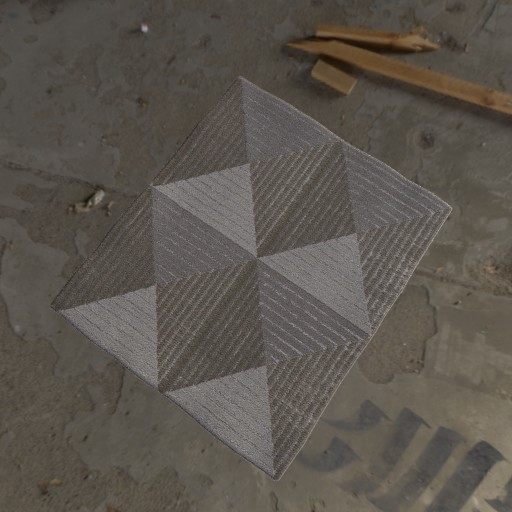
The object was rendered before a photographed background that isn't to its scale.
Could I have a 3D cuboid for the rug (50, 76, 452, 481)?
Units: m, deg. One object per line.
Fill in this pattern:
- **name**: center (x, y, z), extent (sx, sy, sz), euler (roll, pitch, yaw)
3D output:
- **rug**: center (0.000, 0.000, 0.890), extent (0.551, 0.008, 0.642), euler (35, 79, 8)
